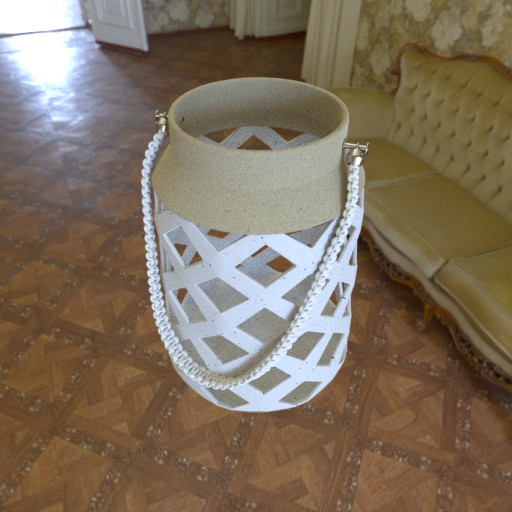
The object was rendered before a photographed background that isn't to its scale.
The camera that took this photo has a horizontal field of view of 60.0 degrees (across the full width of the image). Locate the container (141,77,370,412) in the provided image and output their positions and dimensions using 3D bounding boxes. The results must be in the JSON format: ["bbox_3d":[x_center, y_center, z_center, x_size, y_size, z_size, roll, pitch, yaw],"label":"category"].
[{"bbox_3d":[0.000,0.000,0.340,0.163,0.229,0.172,13,43,14],"label":"container"}]
